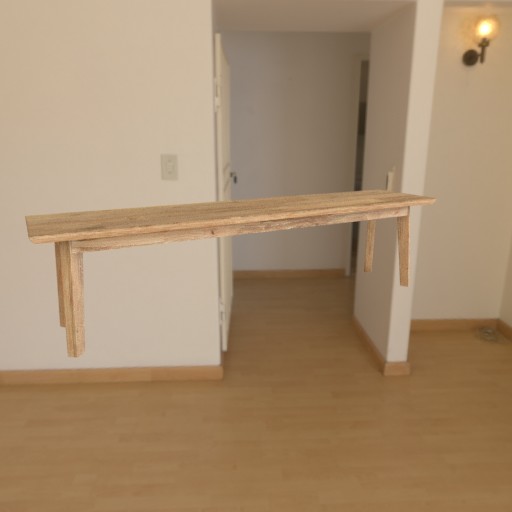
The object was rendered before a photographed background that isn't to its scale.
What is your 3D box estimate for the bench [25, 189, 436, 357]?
[{"bbox_3d":[0.000,0.000,1.890,1.698,0.431,0.378,-8,17,-27],"label":"bench"}]
